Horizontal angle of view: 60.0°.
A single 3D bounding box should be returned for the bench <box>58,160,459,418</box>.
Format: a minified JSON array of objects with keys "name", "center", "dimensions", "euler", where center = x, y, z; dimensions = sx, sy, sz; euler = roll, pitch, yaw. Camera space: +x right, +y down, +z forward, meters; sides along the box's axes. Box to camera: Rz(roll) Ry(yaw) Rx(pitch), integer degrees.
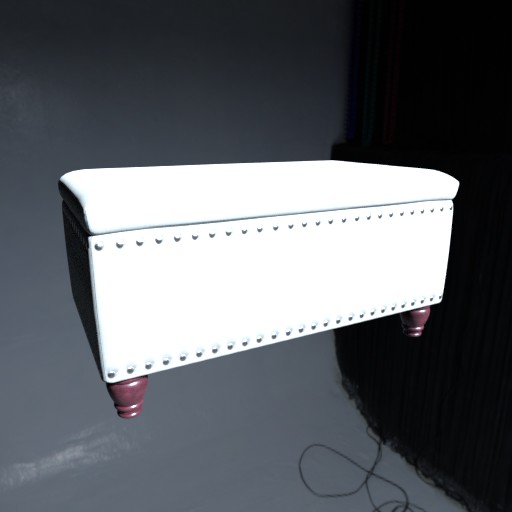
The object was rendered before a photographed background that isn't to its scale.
[{"name":"bench","center":[0.000,0.000,1.166],"dimensions":[0.887,0.449,0.500],"euler":[-8,18,-26]}]
